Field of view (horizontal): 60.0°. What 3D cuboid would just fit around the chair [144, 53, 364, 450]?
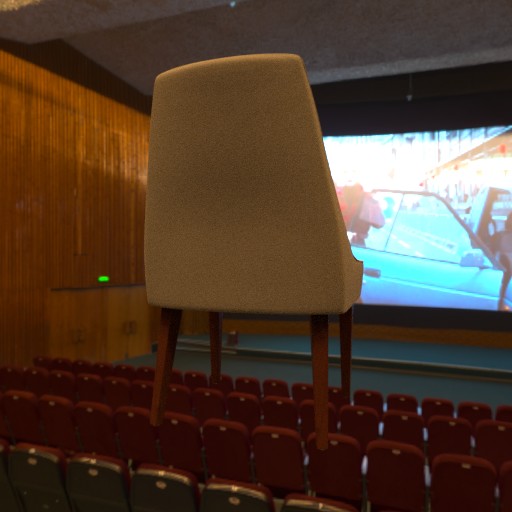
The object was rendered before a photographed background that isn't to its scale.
[{"bbox_3d":[0.000,0.000,1.204,0.529,0.861,0.544,0,0,19],"label":"chair"}]
